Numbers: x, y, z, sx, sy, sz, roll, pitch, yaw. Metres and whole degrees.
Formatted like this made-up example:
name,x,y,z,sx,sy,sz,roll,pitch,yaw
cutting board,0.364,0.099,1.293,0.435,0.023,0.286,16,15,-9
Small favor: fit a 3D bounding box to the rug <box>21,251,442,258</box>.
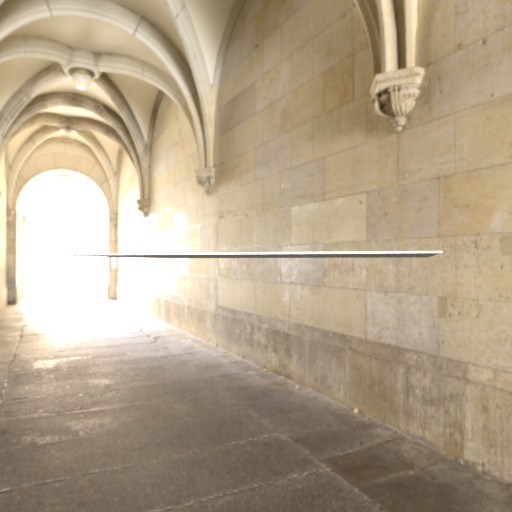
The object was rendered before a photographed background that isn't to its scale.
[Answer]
name,x,y,z,sx,sy,sz,roll,pitch,yaw
rug,0.000,0.000,4.109,3.061,0.014,2.447,0,-1,19
